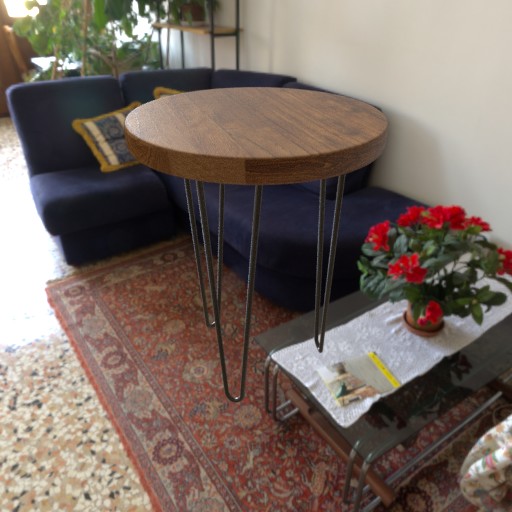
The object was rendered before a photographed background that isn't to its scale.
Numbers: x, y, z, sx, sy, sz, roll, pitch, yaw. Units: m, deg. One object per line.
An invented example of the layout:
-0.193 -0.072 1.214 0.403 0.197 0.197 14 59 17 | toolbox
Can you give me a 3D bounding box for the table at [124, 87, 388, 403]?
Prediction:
0.000 0.000 0.825 0.400 0.520 0.400 0 32 0 | table
